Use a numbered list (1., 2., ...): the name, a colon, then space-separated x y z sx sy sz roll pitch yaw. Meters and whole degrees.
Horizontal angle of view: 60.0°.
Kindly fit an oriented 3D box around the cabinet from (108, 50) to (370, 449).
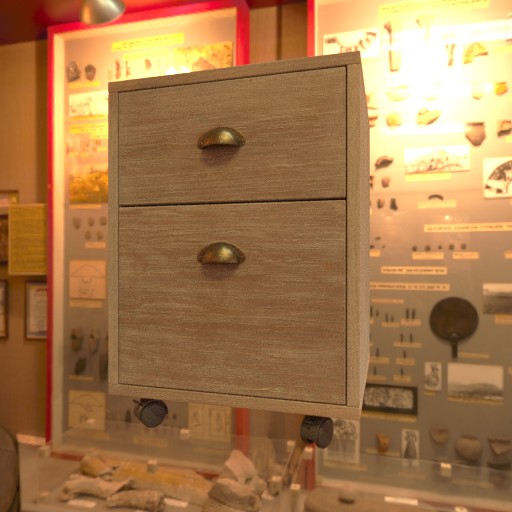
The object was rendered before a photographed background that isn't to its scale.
1. cabinet: 0.000 0.000 0.850 0.409 0.579 0.401 0 0 16
